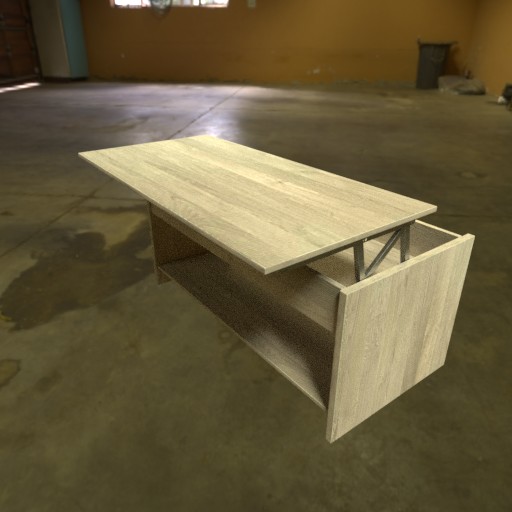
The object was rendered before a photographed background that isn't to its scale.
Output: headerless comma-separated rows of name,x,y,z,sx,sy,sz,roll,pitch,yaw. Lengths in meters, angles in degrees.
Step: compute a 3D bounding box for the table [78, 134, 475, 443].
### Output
table,0.000,0.000,1.416,0.712,0.570,1.000,-19,32,-32
